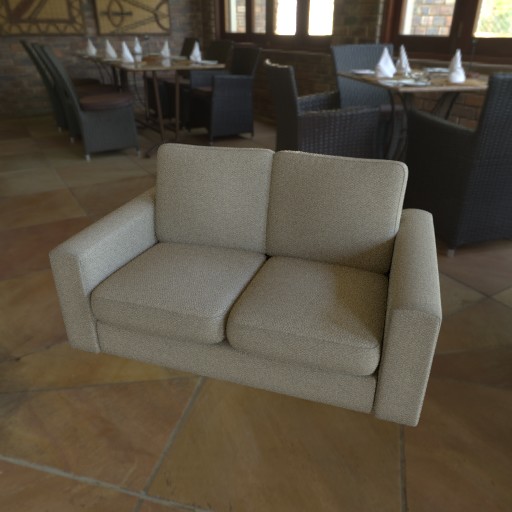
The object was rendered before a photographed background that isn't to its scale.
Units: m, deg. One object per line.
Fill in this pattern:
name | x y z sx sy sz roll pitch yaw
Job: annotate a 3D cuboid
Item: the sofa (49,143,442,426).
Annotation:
sofa | 0.000 0.000 2.151 1.616 0.873 1.016 8 28 16
